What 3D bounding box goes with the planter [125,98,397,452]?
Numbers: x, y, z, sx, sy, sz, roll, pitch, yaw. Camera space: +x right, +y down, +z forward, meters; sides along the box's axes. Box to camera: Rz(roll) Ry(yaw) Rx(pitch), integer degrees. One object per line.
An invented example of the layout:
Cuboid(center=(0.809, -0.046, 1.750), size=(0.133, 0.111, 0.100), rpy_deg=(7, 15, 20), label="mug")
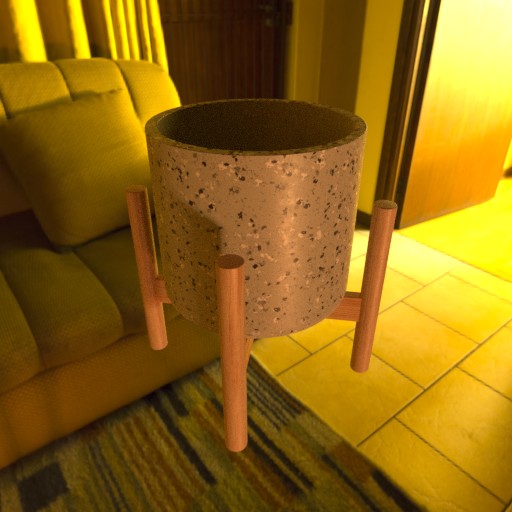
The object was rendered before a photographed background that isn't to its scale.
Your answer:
Cuboid(center=(0.000, 0.000, 0.534), size=(0.284, 0.320, 0.284), rpy_deg=(17, 35, 27), label="planter")
